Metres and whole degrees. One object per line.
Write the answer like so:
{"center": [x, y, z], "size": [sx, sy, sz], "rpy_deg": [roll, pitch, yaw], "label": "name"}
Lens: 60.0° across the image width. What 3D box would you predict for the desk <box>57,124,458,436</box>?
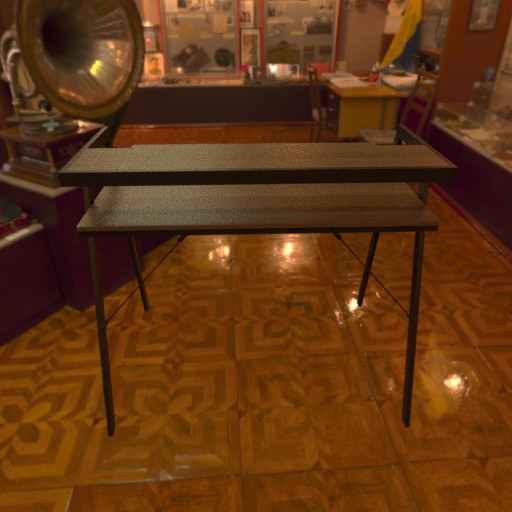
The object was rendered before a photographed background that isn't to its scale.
{"center": [0.000, 0.000, 1.829], "size": [1.143, 0.998, 0.936], "rpy_deg": [-1, 31, -2], "label": "desk"}
